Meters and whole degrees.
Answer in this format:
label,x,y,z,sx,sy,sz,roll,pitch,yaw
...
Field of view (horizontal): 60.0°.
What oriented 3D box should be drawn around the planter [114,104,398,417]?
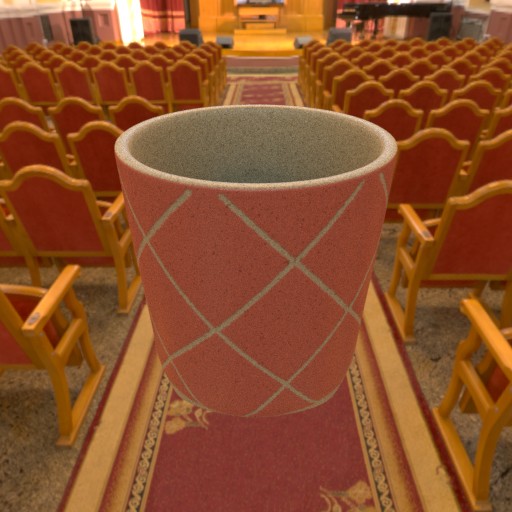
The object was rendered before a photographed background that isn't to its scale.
label,x,y,z,sx,sy,sz,roll,pitch,yaw
planter,0.000,0.000,0.428,0.227,0.235,0.227,0,31,0
